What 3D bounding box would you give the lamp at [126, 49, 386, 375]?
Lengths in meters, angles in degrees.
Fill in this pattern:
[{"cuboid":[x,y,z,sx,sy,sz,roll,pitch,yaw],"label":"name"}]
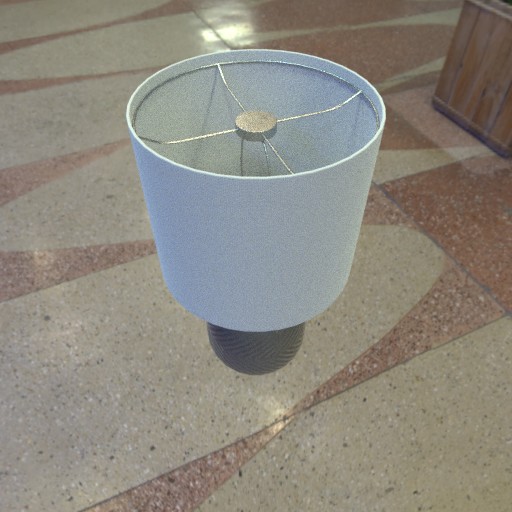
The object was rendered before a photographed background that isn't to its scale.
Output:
[{"cuboid":[0.000,0.000,0.492,0.207,0.366,0.207,-16,49,-15],"label":"lamp"}]
